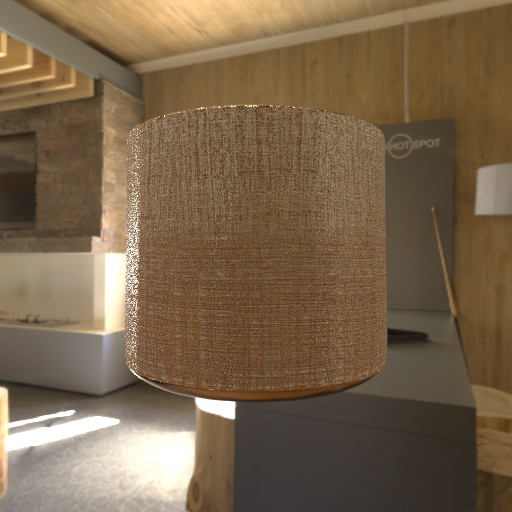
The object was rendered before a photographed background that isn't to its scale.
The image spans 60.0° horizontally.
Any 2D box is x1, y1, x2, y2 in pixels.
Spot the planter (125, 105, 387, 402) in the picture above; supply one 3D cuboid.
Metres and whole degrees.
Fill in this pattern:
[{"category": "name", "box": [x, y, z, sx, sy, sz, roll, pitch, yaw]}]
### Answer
[{"category": "planter", "box": [0.000, 0.000, 0.312, 0.177, 0.157, 0.177, 0, 0, 0]}]
